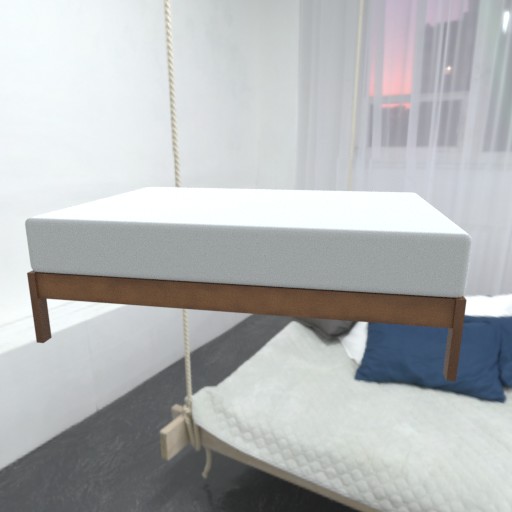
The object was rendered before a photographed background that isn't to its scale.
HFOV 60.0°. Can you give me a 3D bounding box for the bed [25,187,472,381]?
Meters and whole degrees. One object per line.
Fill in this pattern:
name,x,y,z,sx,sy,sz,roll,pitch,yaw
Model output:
bed,0.000,0.000,2.553,1.927,0.616,1.348,3,15,10
